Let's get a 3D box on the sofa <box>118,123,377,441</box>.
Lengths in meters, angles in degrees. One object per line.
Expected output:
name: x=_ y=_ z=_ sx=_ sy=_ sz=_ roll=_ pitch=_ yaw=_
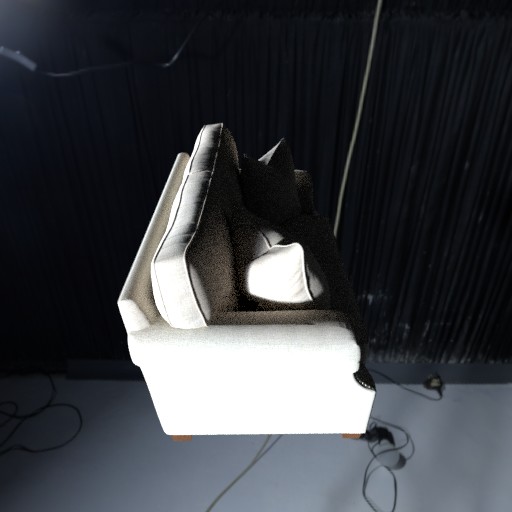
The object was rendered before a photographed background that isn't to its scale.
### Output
sofa: x=0.000 y=0.000 z=2.314 sx=0.966 sy=0.966 sz=1.701 roll=0 pitch=32 yaw=0
